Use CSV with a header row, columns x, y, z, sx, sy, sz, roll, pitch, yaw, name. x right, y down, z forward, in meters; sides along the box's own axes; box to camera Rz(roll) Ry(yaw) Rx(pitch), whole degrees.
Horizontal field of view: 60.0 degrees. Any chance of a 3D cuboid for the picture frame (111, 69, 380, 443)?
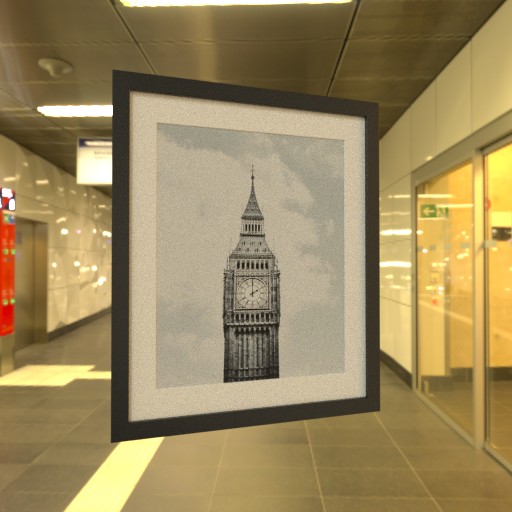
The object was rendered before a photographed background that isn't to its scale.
x,y,z,sx,sy,sz,roll,pitch,yaw,name
0.000,0.000,0.743,0.460,0.556,0.028,0,-1,-18,picture frame
